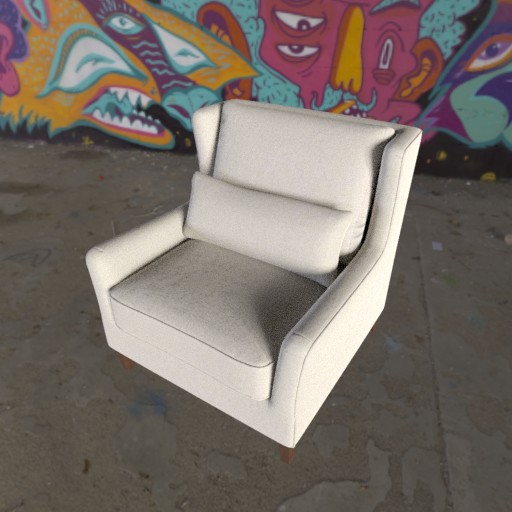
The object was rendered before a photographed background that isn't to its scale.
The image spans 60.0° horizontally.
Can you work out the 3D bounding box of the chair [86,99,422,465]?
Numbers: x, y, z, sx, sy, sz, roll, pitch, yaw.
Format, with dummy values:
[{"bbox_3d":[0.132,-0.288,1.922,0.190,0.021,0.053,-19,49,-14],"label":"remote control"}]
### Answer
[{"bbox_3d":[0.000,0.000,1.878,0.982,1.056,1.040,19,37,28],"label":"chair"}]
